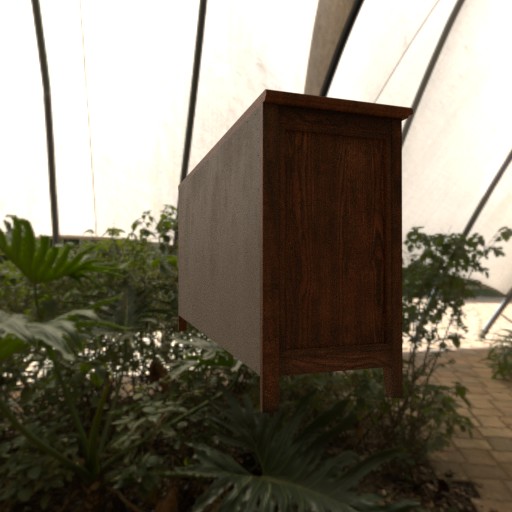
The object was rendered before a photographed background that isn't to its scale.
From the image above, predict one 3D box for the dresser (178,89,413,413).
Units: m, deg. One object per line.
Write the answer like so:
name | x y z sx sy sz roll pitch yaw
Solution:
dresser | 0.000 0.000 1.960 0.463 0.856 1.551 0 -1 -18
